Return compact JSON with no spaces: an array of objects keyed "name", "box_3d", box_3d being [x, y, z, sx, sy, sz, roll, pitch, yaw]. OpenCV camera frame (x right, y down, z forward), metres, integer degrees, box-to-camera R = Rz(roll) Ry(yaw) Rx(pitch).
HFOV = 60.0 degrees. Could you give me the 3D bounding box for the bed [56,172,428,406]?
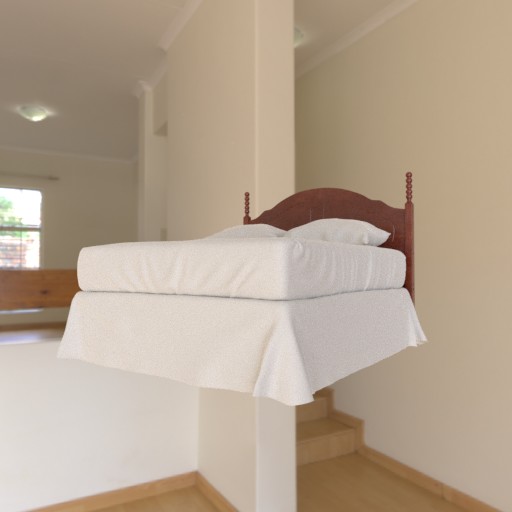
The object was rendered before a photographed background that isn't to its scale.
[{"name":"bed","box_3d":[0.000,0.000,3.156,1.873,1.356,2.040,-1,-2,35]}]
